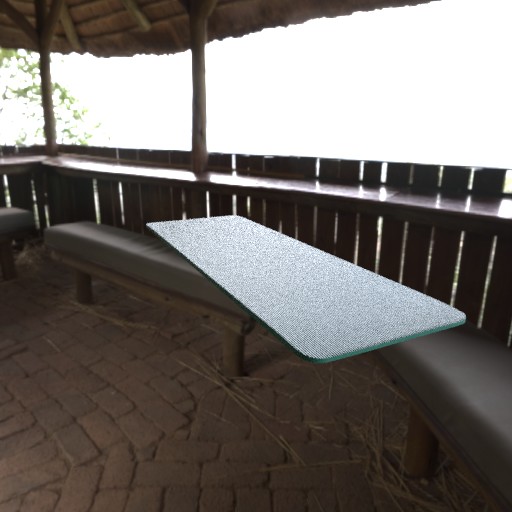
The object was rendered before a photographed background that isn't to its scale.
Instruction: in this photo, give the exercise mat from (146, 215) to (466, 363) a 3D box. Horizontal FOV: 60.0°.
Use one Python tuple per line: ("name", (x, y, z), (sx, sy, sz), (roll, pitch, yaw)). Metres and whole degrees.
("exercise mat", (0.000, 0.000, 2.064), (0.616, 0.021, 1.869), (-8, 18, -25))
